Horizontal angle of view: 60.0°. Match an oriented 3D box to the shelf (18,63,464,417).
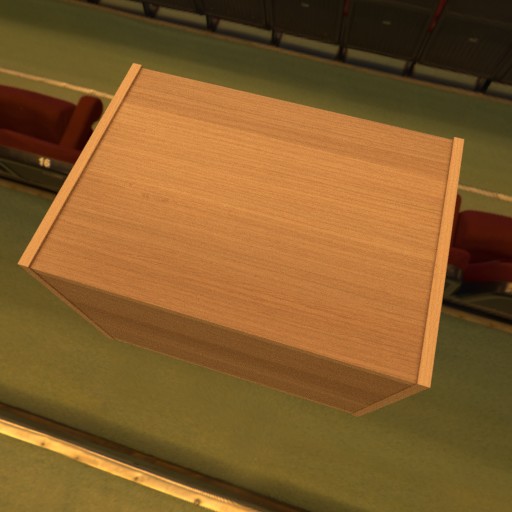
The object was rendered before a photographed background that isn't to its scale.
[{"bbox_3d":[0.000,0.000,0.617,0.415,0.305,0.290,16,66,7],"label":"shelf"}]
